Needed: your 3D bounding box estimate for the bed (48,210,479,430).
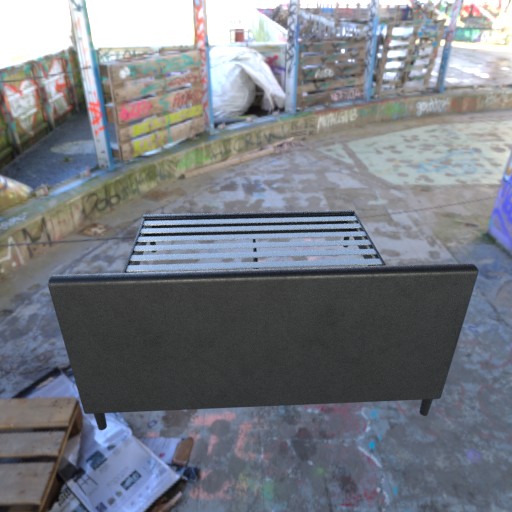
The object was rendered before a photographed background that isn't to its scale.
[{"bbox_3d":[0.000,0.000,3.244,2.018,1.046,2.152,-2,30,-3],"label":"bed"}]
